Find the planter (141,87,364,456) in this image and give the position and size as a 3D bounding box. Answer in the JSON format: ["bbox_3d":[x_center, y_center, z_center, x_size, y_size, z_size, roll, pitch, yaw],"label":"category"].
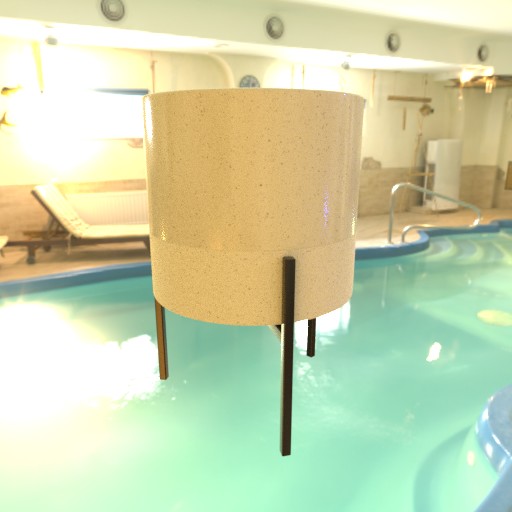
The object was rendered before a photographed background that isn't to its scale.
[{"bbox_3d":[0.000,0.000,0.343,0.152,0.230,0.159,14,21,42],"label":"planter"}]
